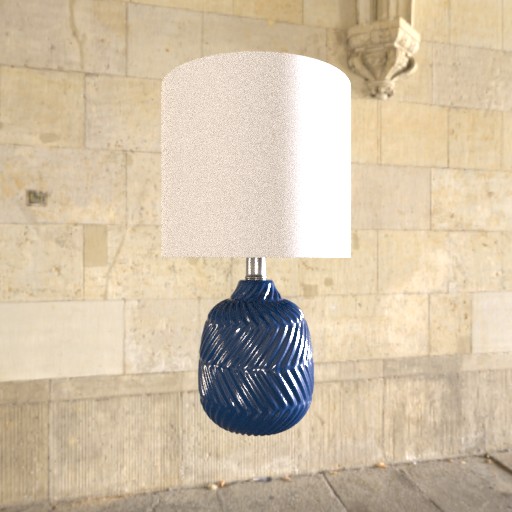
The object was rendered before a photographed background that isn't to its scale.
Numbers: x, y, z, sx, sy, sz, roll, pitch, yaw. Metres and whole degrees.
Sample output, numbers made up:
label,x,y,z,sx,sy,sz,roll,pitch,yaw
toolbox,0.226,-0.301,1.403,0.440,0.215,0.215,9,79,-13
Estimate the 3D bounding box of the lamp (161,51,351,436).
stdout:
label,x,y,z,sx,sy,sz,roll,pitch,yaw
lamp,0.000,0.000,0.487,0.203,0.368,0.203,0,0,34
